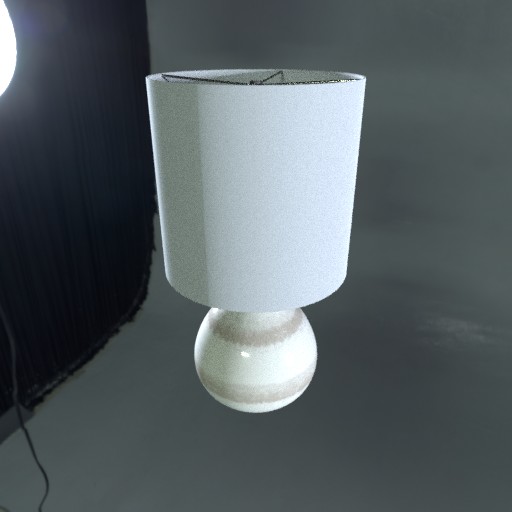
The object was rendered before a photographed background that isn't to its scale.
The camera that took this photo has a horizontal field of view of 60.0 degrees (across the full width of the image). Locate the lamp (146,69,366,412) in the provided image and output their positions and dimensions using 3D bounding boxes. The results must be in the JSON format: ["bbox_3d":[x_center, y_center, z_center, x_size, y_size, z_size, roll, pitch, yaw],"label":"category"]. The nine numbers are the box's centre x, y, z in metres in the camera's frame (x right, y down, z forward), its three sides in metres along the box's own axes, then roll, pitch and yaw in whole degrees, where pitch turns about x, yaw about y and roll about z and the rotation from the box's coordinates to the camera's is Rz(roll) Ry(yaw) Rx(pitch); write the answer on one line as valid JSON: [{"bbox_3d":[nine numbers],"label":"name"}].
[{"bbox_3d":[0.000,0.000,0.534,0.217,0.404,0.217,8,27,15],"label":"lamp"}]
